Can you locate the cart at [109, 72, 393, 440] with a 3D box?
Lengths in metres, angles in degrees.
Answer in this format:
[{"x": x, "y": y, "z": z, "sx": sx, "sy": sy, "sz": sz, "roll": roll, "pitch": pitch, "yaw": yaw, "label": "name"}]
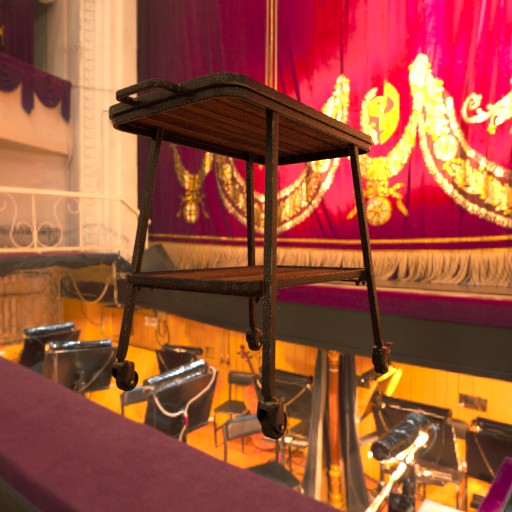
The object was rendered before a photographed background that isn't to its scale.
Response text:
[{"x": 0.000, "y": 0.000, "z": 1.205, "sx": 0.515, "sy": 0.700, "sz": 0.806, "roll": 1, "pitch": 2, "yaw": 37, "label": "cart"}]
